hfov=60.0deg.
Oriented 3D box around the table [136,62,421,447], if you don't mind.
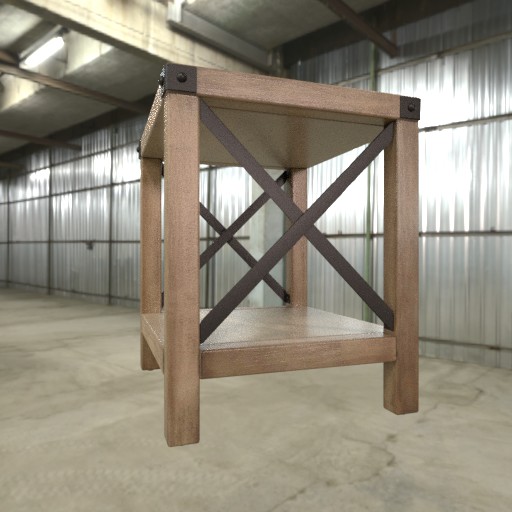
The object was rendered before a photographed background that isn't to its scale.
[{"bbox_3d":[0.000,0.000,0.940,0.459,0.561,0.510,0,0,-19],"label":"table"}]
